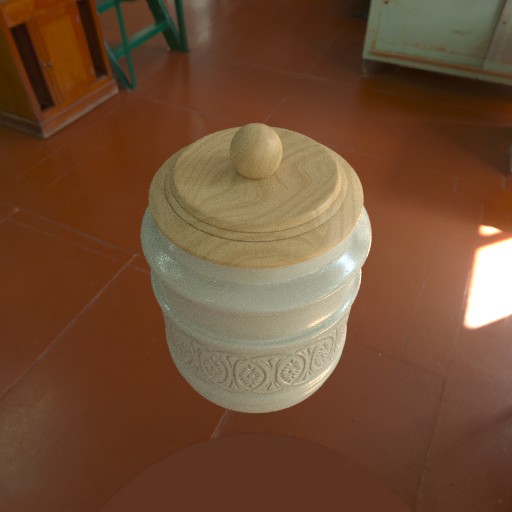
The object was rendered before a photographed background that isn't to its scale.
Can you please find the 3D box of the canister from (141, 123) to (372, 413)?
[{"bbox_3d":[0.000,0.000,0.274,0.130,0.176,0.130,0,47,0],"label":"canister"}]
